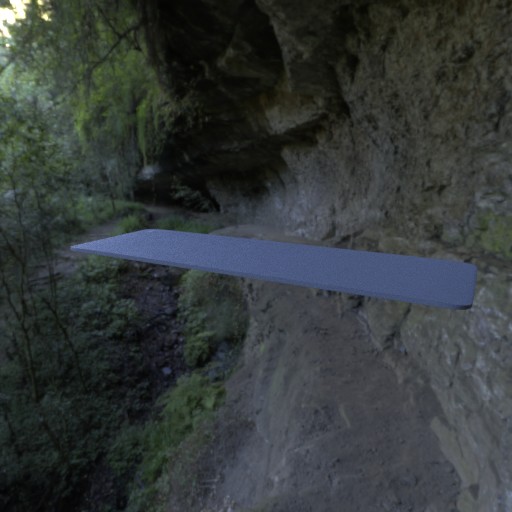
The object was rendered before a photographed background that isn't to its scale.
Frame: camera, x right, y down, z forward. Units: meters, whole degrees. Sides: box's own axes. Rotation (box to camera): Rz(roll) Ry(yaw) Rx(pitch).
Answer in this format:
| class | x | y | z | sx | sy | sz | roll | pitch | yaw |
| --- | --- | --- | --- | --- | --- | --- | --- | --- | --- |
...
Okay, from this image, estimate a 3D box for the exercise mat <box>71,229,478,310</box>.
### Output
| class | x | y | z | sx | sy | sz | roll | pitch | yaw |
| --- | --- | --- | --- | --- | --- | --- | --- | --- | --- |
| exercise mat | 0.000 | 0.000 | 2.103 | 1.884 | 0.021 | 0.616 | 7 | 15 | 27 |
